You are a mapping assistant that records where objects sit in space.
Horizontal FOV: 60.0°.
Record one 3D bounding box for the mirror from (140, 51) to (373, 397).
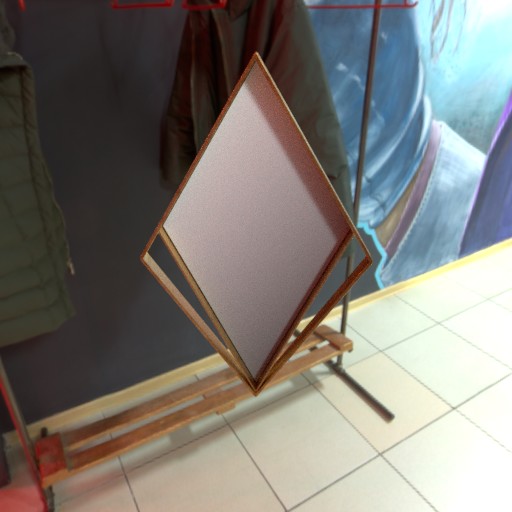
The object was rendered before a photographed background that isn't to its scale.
[{"bbox_3d":[0.000,0.000,0.811,0.419,0.679,0.032,1,29,1],"label":"mirror"}]
